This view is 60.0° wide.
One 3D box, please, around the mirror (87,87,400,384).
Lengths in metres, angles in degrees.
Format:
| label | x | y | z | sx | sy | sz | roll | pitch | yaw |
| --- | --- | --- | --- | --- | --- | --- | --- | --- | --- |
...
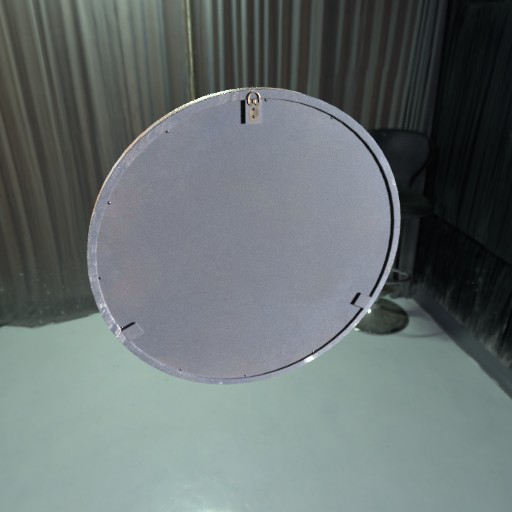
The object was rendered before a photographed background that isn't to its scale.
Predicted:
| label | x | y | z | sx | sy | sz | roll | pitch | yaw |
| --- | --- | --- | --- | --- | --- | --- | --- | --- | --- |
| mirror | 0.000 | 0.000 | 0.999 | 0.710 | 0.710 | 0.038 | -7 | 28 | -14 |
